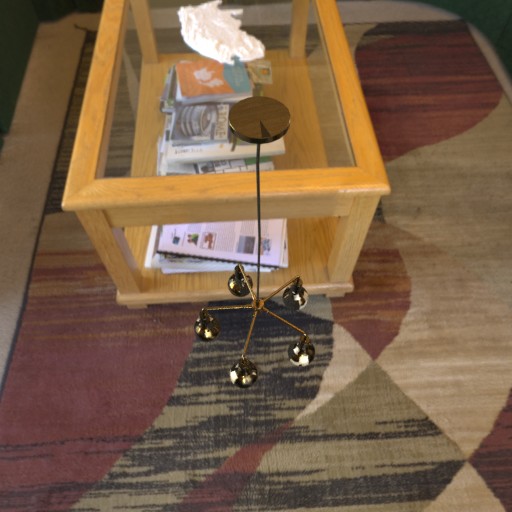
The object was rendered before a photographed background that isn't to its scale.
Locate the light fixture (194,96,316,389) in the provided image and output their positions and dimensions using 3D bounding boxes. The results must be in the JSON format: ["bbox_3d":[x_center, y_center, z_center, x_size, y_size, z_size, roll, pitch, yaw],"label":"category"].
[{"bbox_3d":[0.000,0.000,1.213,0.438,0.988,0.421,-18,60,-11],"label":"light fixture"}]
